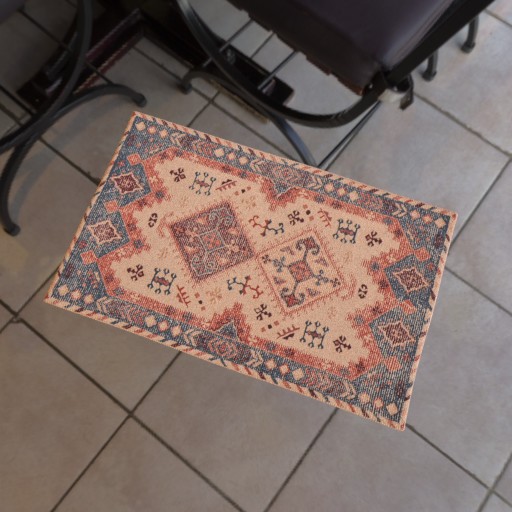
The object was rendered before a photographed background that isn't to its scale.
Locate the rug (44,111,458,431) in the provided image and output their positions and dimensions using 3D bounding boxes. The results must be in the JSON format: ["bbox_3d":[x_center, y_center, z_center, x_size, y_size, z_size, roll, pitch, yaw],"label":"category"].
[{"bbox_3d":[0.000,0.000,3.021,2.464,0.023,1.521,19,76,5],"label":"rug"}]
